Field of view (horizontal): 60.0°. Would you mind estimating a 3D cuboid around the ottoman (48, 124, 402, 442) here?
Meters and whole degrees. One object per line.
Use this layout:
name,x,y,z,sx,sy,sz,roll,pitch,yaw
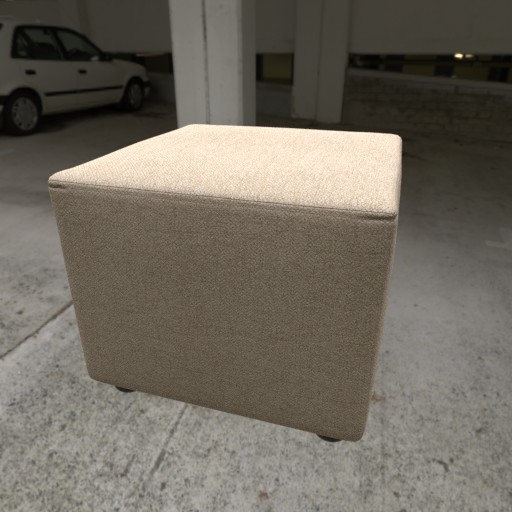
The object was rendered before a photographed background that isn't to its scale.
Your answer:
ottoman,0.000,0.000,0.871,0.508,0.432,0.508,8,27,16
